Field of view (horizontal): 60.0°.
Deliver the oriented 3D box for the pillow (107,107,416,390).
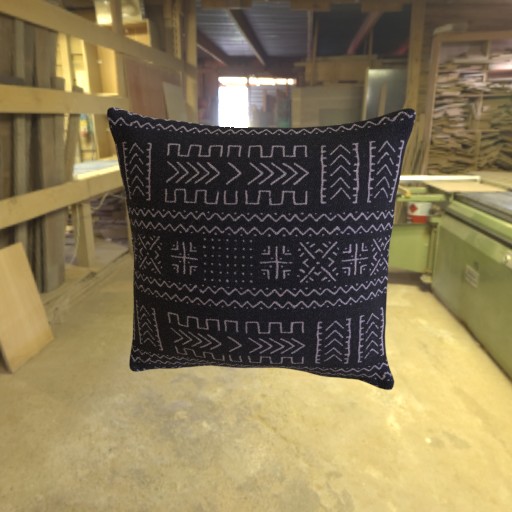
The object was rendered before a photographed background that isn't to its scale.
[{"bbox_3d":[0.000,0.000,0.671,0.438,0.430,0.164,2,16,8],"label":"pillow"}]
